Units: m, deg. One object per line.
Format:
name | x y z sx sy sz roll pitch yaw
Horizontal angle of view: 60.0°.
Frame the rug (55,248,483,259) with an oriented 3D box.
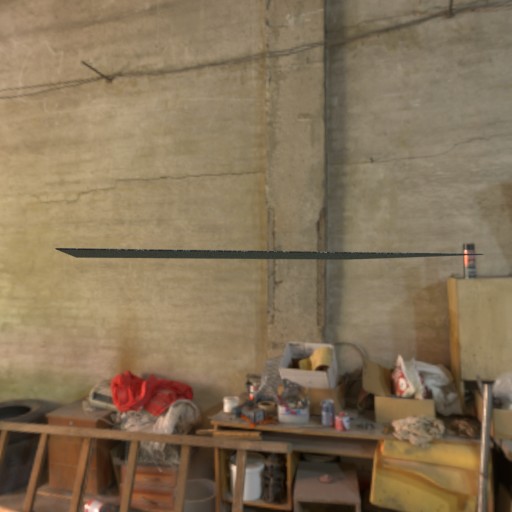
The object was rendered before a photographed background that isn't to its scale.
rug | 0.000 0.000 2.342 1.828 0.005 1.219 1 -2 -19
